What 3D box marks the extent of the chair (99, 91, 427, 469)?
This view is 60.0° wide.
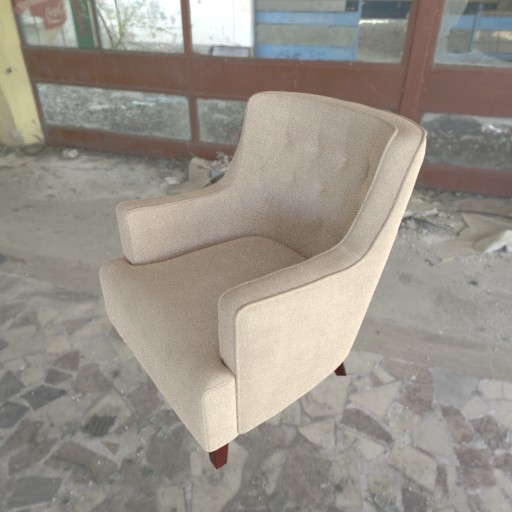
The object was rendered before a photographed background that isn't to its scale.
[{"bbox_3d":[0.000,0.000,1.537,0.910,0.920,0.781,-21,37,-31],"label":"chair"}]
